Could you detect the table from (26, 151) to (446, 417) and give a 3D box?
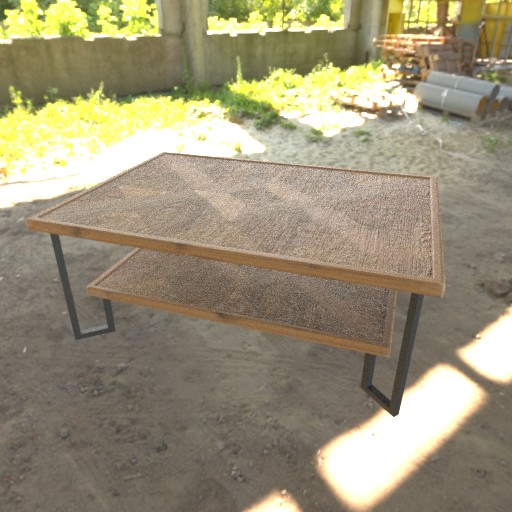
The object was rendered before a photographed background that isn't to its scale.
[{"bbox_3d":[0.000,0.000,1.698,1.238,0.492,0.877,9,29,16],"label":"table"}]
